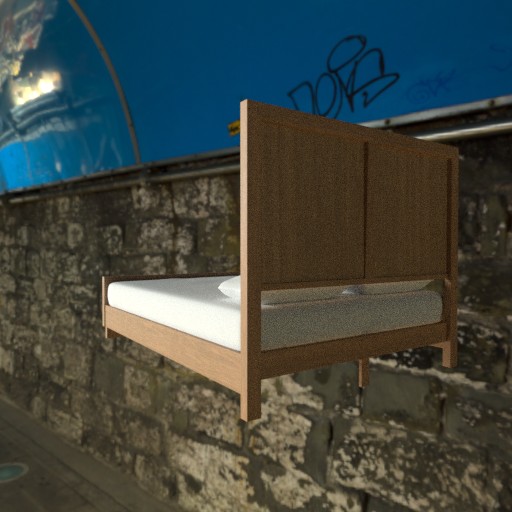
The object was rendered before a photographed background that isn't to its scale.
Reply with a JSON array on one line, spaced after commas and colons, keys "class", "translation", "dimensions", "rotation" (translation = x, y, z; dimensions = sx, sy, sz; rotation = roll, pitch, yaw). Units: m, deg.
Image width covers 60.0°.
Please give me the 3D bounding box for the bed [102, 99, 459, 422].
[{"class": "bed", "translation": [0.000, 0.000, 3.256], "dimensions": [1.606, 1.387, 2.184], "rotation": [-1, 1, -35]}]
